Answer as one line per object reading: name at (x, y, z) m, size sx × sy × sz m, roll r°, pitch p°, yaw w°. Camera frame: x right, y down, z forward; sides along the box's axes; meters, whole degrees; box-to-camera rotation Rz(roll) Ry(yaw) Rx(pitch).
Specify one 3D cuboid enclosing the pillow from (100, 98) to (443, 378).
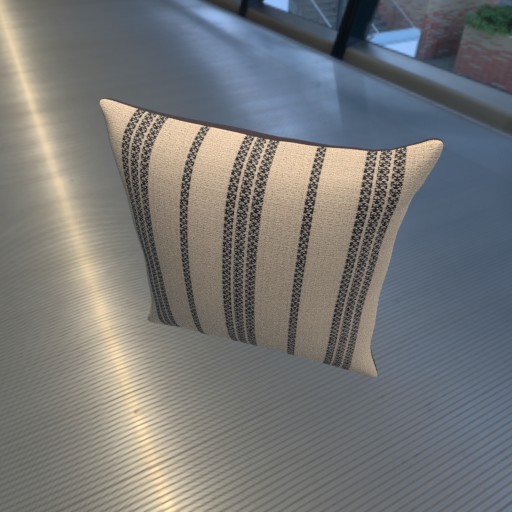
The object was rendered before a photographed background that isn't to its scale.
pillow at (0.000, 0.000, 0.626) m, size 0.405 × 0.406 × 0.173 m, roll 11°, pitch 42°, yaw 13°
